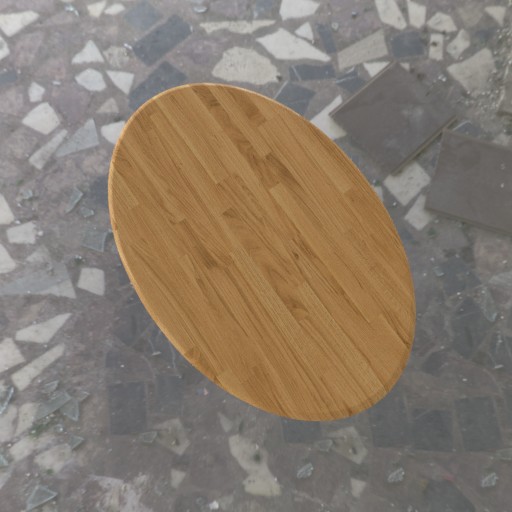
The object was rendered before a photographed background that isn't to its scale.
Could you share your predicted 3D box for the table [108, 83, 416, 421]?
[{"bbox_3d":[0.000,0.000,1.409,0.690,0.490,1.040,-34,78,-8],"label":"table"}]
